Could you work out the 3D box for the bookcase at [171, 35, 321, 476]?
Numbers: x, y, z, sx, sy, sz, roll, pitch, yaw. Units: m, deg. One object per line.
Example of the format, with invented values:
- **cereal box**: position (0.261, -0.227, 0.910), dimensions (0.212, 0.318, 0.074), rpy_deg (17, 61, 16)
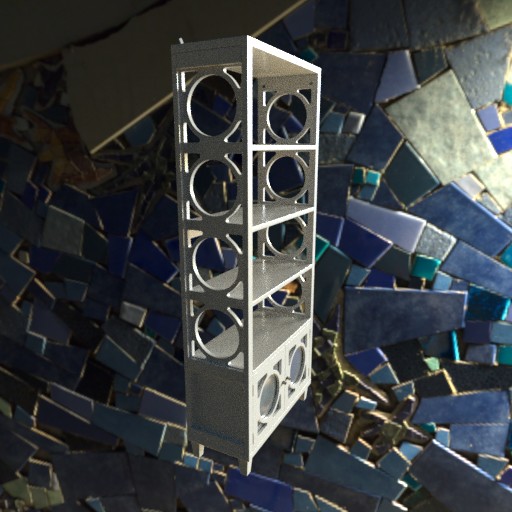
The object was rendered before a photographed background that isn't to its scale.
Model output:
- **bookcase**: position (0.000, 0.000, 2.157), dimensions (0.361, 1.869, 0.761), rpy_deg (7, 16, 27)
